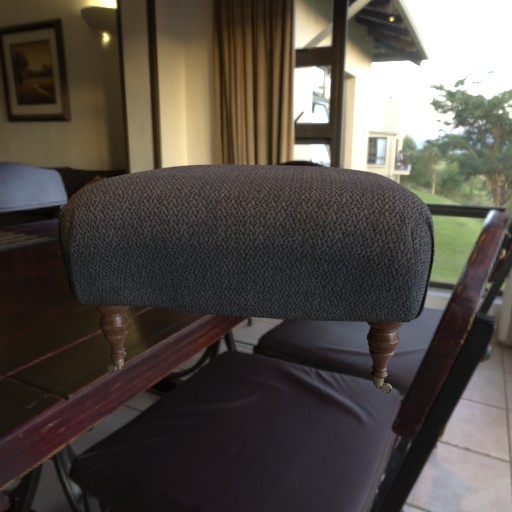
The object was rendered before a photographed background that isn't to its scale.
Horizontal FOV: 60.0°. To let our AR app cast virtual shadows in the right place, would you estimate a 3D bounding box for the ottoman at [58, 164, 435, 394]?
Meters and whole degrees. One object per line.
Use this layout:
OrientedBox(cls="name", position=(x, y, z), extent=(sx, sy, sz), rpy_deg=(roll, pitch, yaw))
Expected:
OrientedBox(cls="ottoman", position=(0.000, 0.000, 1.122), extent=(0.747, 0.450, 0.622), rpy_deg=(2, 14, 8))
